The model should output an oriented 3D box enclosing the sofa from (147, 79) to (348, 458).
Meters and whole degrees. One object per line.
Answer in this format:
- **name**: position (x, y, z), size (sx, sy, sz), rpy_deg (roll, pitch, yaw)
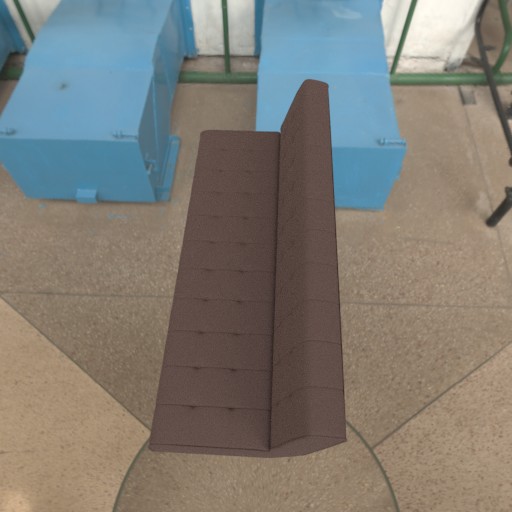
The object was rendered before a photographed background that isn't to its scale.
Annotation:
- **sofa**: position (0.000, 0.000, 2.084), size (0.747, 0.699, 1.703), rpy_deg (3, 58, 2)
